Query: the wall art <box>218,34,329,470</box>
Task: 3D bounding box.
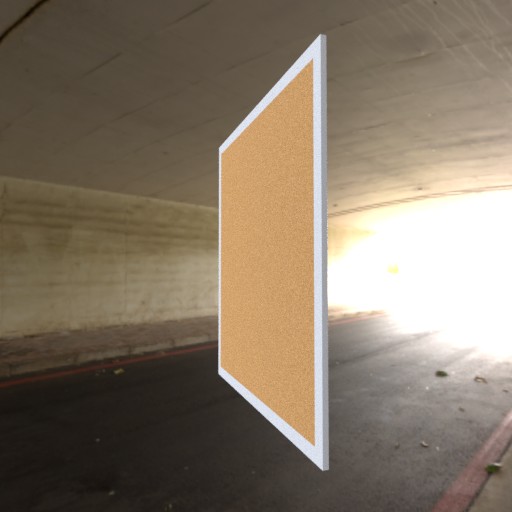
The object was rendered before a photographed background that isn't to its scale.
[{"bbox_3d":[0.000,0.000,1.211,0.013,0.813,0.812,1,-2,-18],"label":"wall art"}]
